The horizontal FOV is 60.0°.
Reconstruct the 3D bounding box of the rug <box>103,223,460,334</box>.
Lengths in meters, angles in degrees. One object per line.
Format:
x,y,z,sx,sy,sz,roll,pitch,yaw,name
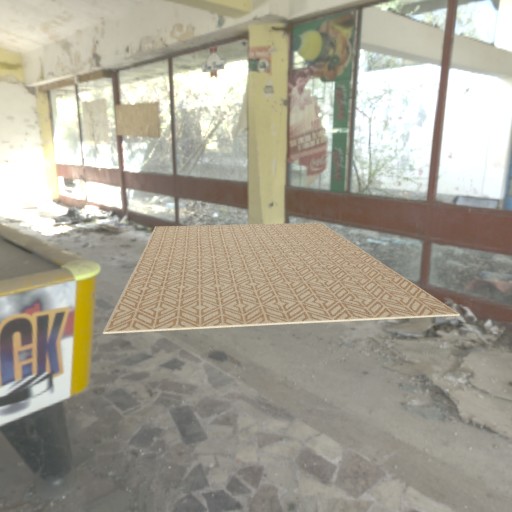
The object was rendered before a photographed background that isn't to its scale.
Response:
0.000,0.000,2.366,1.220,0.007,1.828,-2,15,-7,rug
